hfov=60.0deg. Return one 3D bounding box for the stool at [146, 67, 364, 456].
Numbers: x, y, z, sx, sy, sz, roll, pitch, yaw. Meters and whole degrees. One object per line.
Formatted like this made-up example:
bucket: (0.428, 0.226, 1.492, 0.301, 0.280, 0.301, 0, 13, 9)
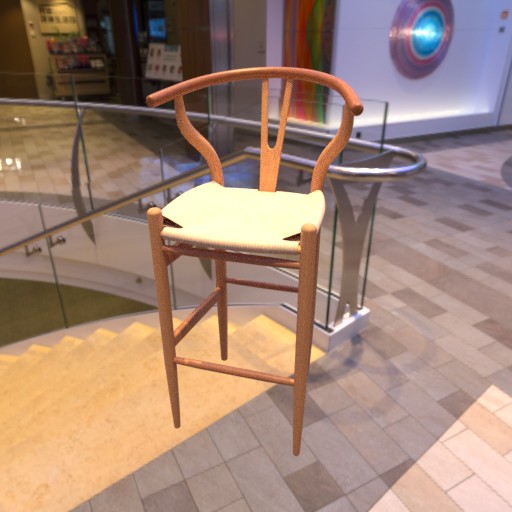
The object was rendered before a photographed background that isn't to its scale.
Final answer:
stool: (0.000, 0.000, 1.394, 0.574, 1.068, 0.561, 7, 27, 14)
